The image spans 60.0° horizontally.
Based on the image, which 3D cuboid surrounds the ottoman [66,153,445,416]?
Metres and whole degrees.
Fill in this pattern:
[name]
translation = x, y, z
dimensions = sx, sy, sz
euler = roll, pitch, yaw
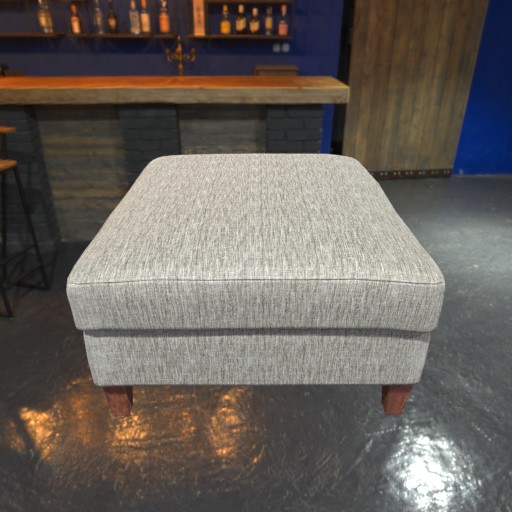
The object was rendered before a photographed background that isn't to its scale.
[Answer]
[ottoman]
translation = 0.000, 0.000, 1.453
dimensions = 0.839, 0.492, 0.994
euler = 0, 28, 0
